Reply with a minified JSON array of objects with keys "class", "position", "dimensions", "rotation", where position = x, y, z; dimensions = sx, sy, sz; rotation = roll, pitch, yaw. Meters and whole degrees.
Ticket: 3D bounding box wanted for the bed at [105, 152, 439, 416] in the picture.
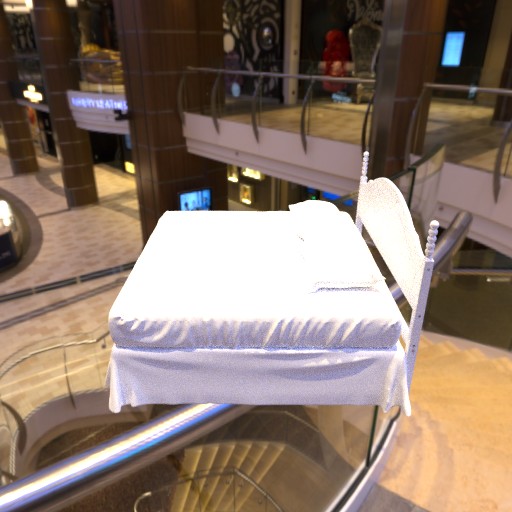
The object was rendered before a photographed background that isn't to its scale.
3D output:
[{"class":"bed","position":[0.000,0.000,3.764],"dimensions":[2.219,1.355,2.322],"rotation":[0,26,0]}]
